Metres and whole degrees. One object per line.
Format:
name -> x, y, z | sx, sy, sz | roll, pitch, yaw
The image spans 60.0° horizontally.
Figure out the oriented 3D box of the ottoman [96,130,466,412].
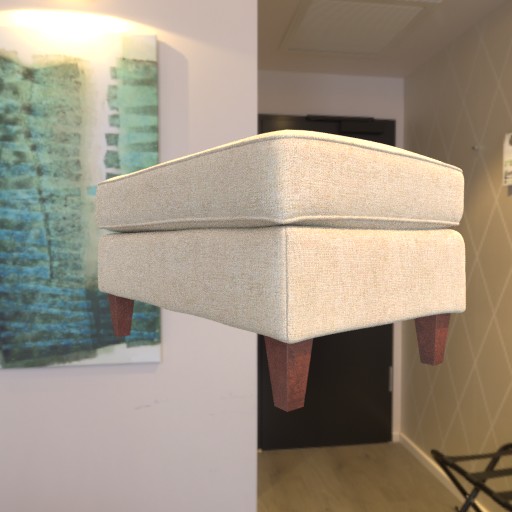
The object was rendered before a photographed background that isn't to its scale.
ottoman -> 0.000, 0.000, 1.169 | 0.583, 0.484, 0.862 | -1, 2, -38
